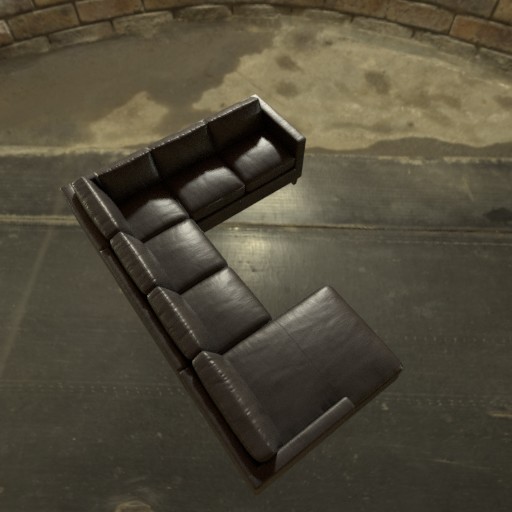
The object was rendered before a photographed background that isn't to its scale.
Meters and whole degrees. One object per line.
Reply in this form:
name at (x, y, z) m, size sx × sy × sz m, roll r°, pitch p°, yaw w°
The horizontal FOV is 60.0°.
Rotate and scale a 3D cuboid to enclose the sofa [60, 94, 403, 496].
sofa at (0.000, 0.000, 4.342) m, size 2.452 × 0.891 × 3.324 m, roll -32°, pitch 63°, yaw -18°
